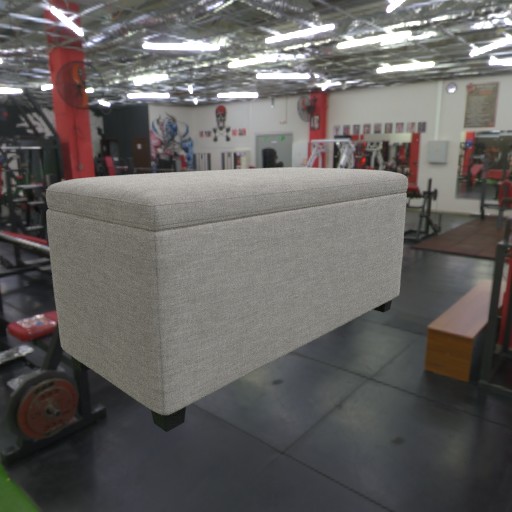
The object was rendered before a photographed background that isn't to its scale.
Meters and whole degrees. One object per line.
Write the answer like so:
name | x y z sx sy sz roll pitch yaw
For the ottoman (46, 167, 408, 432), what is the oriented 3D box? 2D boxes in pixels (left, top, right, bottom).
ottoman | 0.000 0.000 1.146 0.419 0.432 0.902 12 18 42
